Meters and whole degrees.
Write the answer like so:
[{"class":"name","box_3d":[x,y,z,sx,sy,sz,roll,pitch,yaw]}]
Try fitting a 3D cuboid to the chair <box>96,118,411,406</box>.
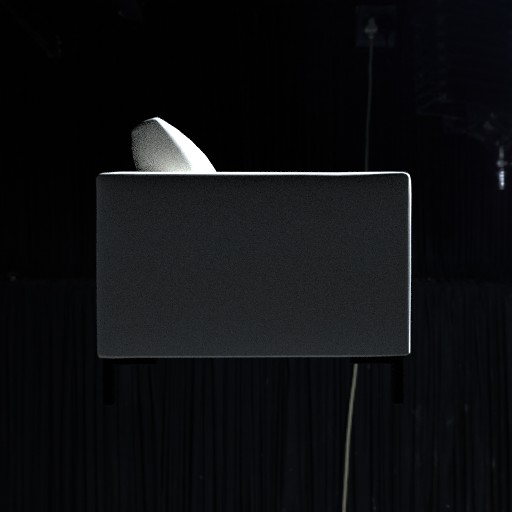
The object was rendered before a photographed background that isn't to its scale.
[{"class":"chair","box_3d":[0.000,0.000,1.645,0.875,0.806,0.964,0,0,-1]}]
